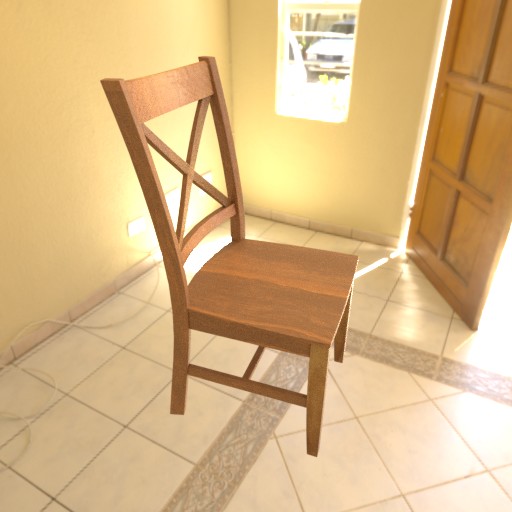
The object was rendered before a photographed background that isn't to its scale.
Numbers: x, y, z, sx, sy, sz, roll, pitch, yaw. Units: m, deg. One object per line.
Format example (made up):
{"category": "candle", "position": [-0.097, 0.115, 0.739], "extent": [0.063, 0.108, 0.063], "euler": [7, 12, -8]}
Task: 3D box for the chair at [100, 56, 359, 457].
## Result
{"category": "chair", "position": [0.000, 0.000, 1.263], "extent": [0.542, 0.983, 0.485], "euler": [10, 31, 17]}
